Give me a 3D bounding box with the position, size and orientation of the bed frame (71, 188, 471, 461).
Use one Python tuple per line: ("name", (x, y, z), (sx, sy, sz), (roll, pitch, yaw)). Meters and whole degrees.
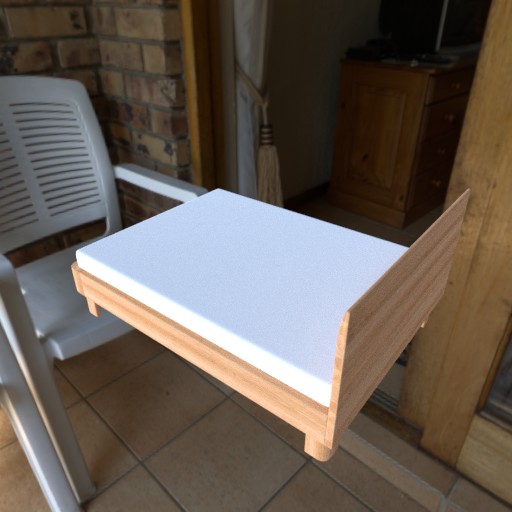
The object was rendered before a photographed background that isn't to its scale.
("bed frame", (0.000, 0.000, 2.818), (1.992, 0.940, 1.472), (22, 37, 32))
